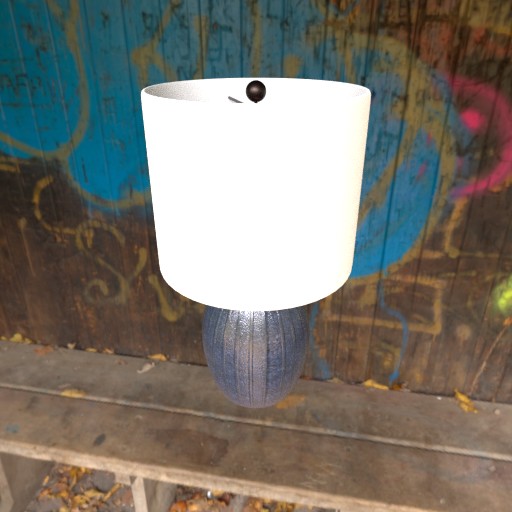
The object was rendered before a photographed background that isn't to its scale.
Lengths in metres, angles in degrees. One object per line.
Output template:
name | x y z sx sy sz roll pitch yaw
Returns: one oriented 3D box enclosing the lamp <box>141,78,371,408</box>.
lamp | 0.000 0.000 0.770 0.329 0.570 0.329 -8 28 -16
